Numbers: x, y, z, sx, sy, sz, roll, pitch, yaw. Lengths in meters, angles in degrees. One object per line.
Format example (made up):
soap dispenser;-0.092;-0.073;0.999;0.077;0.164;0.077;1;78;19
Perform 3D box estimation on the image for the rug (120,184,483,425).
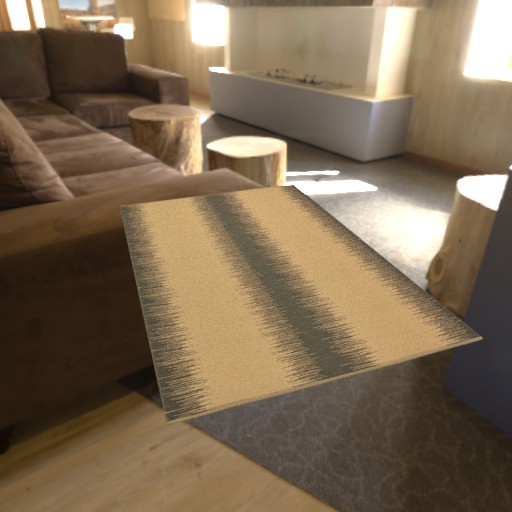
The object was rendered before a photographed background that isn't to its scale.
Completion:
rug;0.000;0.000;2.309;1.234;0.006;1.854;-10;31;-17
